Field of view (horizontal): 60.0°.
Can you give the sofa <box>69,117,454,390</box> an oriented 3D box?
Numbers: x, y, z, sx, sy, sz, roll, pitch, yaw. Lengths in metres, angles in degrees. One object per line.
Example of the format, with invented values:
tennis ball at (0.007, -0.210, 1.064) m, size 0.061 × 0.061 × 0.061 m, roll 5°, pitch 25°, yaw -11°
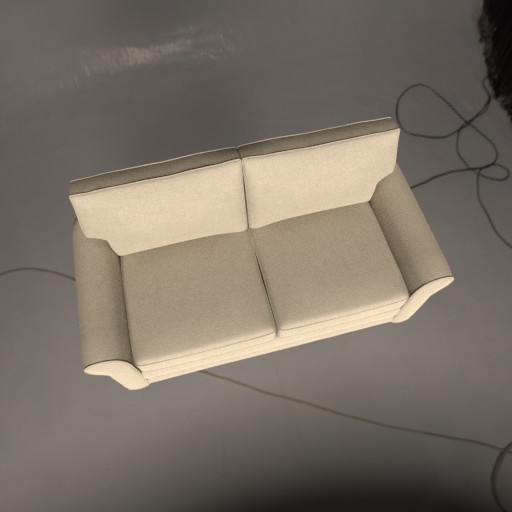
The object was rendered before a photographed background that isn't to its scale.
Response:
sofa at (0.000, 0.000, 2.299) m, size 1.774 × 0.933 × 0.861 m, roll -13°, pitch 64°, yaw -6°
